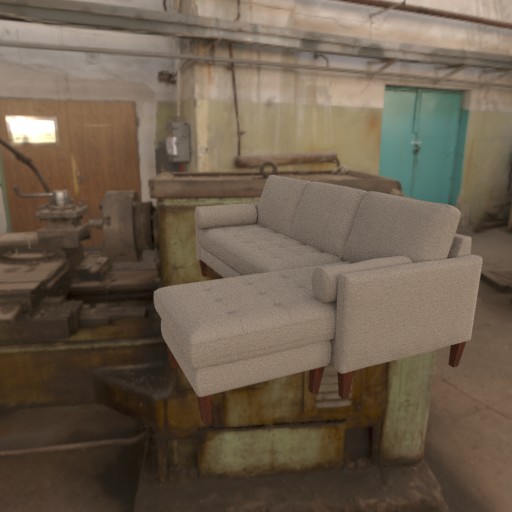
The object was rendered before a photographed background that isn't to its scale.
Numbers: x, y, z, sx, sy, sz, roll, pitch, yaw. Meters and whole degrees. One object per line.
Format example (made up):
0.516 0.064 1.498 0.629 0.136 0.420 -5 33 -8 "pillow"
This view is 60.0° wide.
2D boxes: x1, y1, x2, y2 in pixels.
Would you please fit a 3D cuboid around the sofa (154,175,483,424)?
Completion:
0.000 0.000 2.892 1.506 0.875 2.178 -7 17 -24 "sofa"
